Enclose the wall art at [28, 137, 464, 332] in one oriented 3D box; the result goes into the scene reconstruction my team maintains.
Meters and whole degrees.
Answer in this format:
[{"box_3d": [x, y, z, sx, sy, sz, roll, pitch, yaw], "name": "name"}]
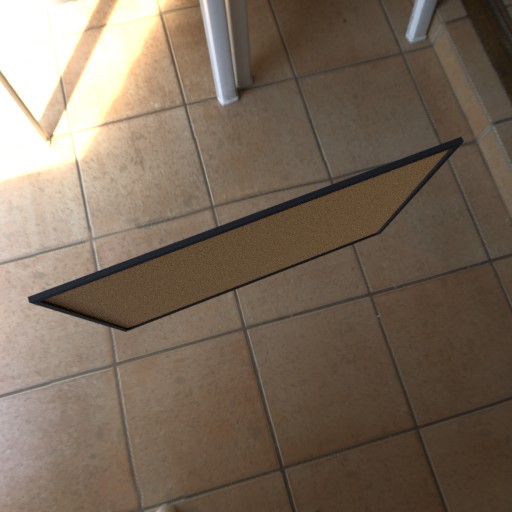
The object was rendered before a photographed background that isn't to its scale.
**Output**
[{"box_3d": [0.000, 0.000, 1.239, 0.963, 0.665, 0.013, -21, 76, -5], "name": "wall art"}]
